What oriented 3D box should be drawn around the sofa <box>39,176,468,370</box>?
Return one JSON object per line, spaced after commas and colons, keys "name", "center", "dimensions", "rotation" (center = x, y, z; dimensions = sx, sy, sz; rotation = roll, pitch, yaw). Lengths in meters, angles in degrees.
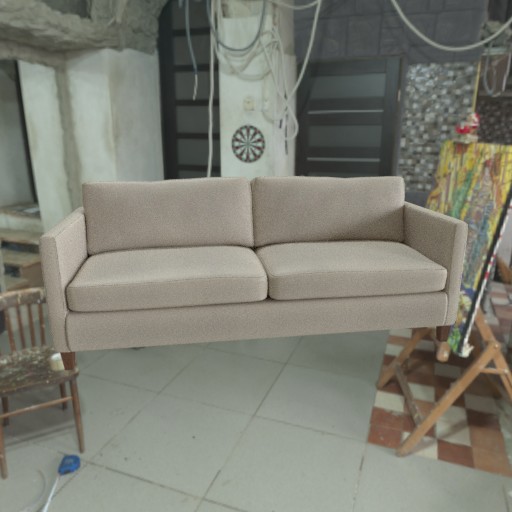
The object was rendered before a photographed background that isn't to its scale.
{"name": "sofa", "center": [0.000, 0.000, 2.870], "dimensions": [2.361, 0.968, 0.951], "rotation": [-2, 16, -8]}
